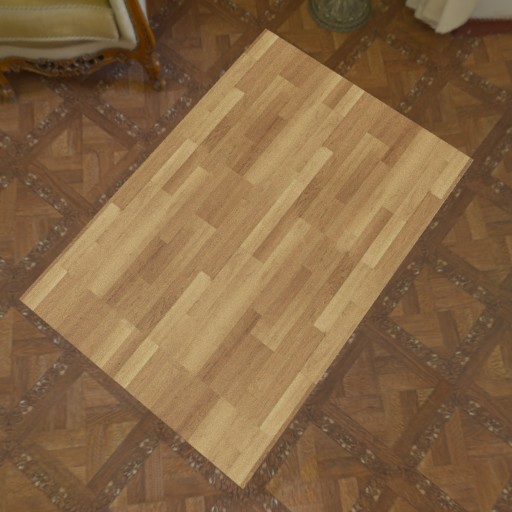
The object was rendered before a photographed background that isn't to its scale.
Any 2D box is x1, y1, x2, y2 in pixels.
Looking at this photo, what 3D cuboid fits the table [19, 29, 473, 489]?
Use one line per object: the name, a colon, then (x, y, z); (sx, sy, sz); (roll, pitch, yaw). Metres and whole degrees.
table: (0.000, 0.000, 1.831); (0.900, 0.750, 1.300); (36, 78, 9)
